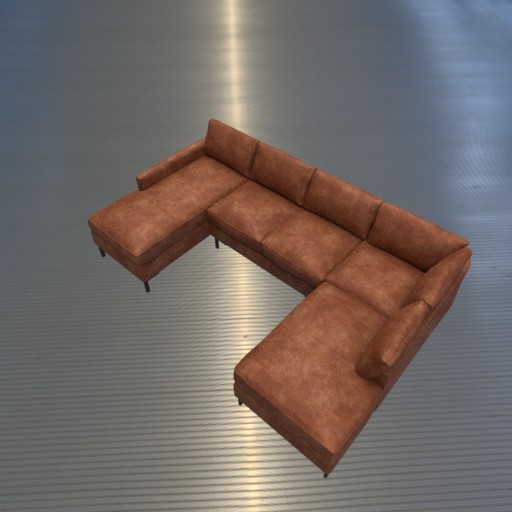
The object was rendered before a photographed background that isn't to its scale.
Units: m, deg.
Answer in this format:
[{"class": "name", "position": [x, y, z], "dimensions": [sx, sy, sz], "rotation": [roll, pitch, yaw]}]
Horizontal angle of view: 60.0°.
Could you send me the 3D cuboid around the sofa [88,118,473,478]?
[{"class": "sofa", "position": [0.000, 0.000, 3.822], "dimensions": [2.956, 0.900, 1.939], "rotation": [33, 54, 27]}]
